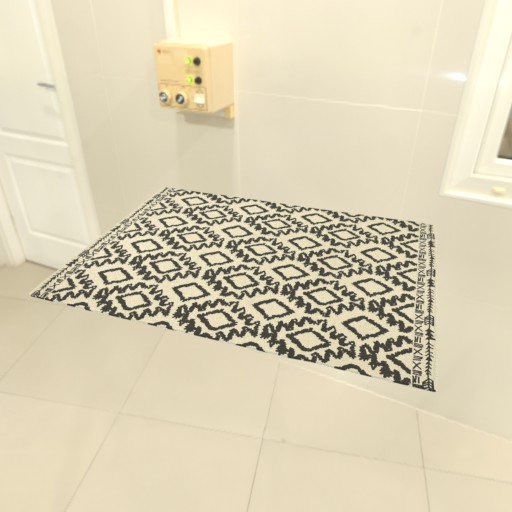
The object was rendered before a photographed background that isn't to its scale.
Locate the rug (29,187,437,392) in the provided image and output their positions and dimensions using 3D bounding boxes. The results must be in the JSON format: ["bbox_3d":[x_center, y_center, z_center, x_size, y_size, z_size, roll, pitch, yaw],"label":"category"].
[{"bbox_3d":[0.000,0.000,4.342,3.369,0.036,2.444,10,34,15],"label":"rug"}]
